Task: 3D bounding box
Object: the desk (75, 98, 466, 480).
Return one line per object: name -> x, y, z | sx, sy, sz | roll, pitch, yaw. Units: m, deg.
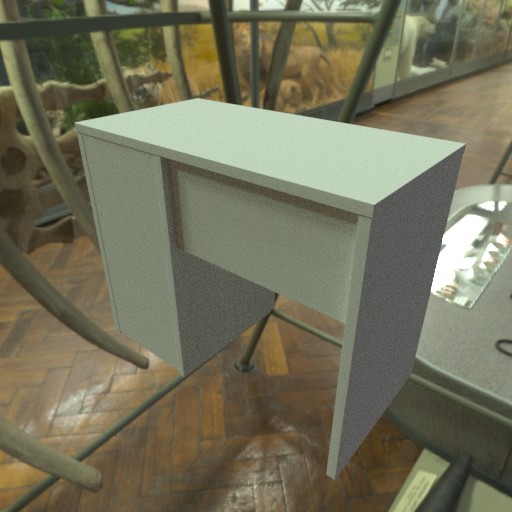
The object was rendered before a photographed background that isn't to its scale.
desk -> 0.000, 0.000, 1.312 | 0.898, 0.730, 0.482 | 22, 36, 34
